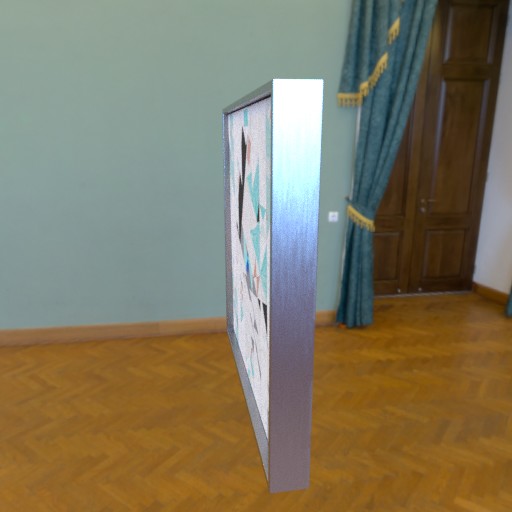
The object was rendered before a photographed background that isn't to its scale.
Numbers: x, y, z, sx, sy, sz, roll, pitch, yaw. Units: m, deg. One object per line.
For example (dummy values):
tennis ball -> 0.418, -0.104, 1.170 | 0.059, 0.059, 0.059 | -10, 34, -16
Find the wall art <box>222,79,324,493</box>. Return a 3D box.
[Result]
wall art -> 0.000, 0.000, 0.523 | 0.038, 0.350, 0.350 | -3, 15, -10
